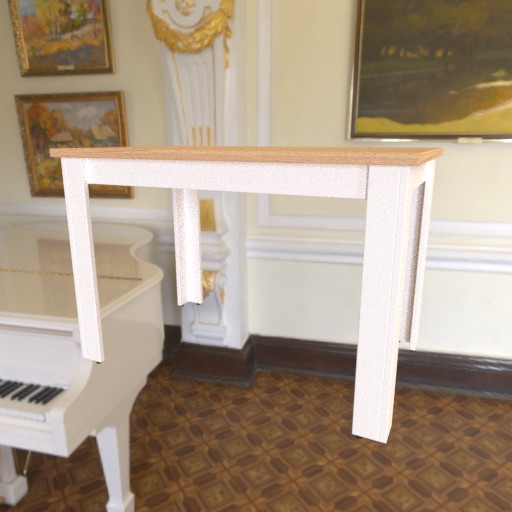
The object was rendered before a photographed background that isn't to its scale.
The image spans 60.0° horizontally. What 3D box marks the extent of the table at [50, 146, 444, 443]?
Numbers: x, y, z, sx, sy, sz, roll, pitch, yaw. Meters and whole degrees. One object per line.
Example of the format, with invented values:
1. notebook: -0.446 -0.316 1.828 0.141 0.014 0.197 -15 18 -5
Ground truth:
1. table: 0.000 0.000 1.552 1.100 0.734 0.700 7 16 25
